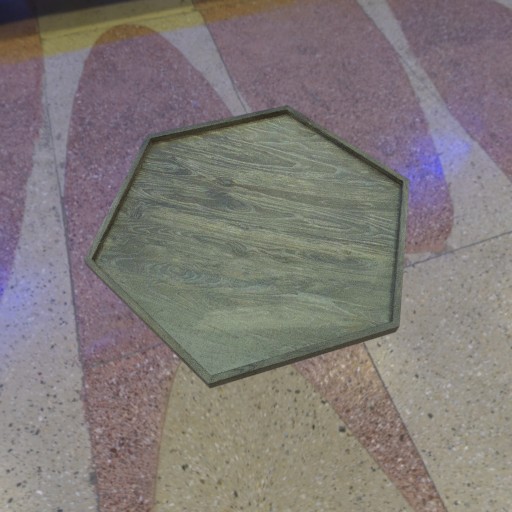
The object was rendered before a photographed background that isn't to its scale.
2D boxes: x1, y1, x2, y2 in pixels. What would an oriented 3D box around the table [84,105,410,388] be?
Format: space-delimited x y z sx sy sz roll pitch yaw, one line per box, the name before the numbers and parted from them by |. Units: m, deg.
table | 0.000 0.000 1.663 1.115 0.488 0.966 -15 60 -9
